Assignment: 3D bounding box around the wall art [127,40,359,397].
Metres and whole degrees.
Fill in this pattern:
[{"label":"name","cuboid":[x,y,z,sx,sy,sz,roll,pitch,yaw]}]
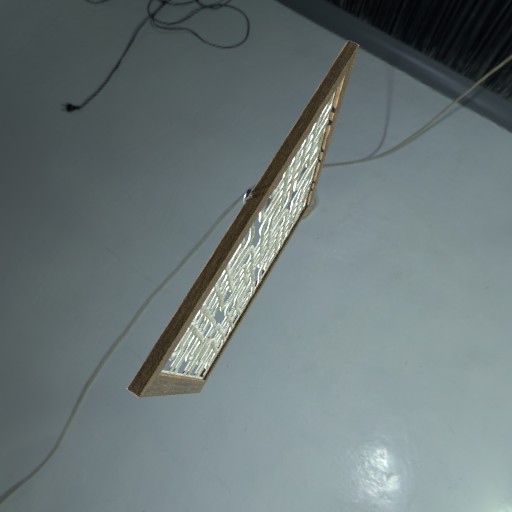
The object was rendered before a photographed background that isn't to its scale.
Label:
[{"label":"wall art","cuboid":[0.000,0.000,0.830,0.021,0.582,0.561,29,76,8]}]
